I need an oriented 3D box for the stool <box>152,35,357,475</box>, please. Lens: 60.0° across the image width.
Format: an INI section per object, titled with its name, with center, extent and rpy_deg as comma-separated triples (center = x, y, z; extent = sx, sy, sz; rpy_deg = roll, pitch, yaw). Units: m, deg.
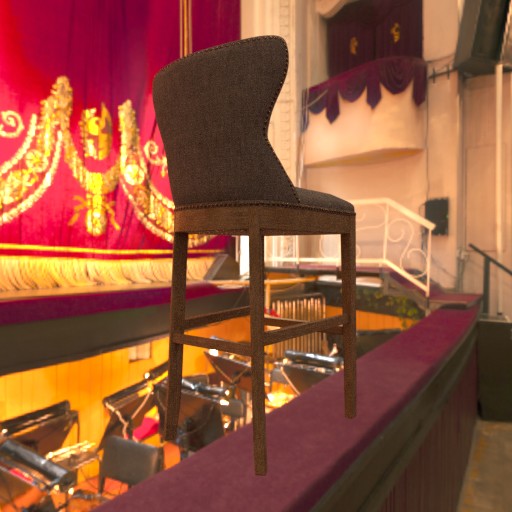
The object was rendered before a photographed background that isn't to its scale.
[stool]
center = 0.000, 0.000, 1.420
extent = 0.494, 1.123, 0.606
rpy_deg = 1, 1, 37
